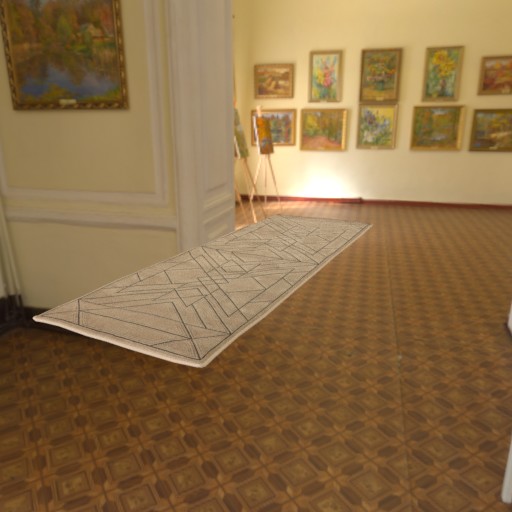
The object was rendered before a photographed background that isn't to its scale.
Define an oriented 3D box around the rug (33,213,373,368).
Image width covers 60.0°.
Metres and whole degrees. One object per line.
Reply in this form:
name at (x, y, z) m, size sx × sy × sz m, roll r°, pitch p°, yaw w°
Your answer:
rug at (0.000, 0.000, 2.630) m, size 0.831 × 0.036 × 2.381 m, roll 8°, pitch 19°, yaw 26°
